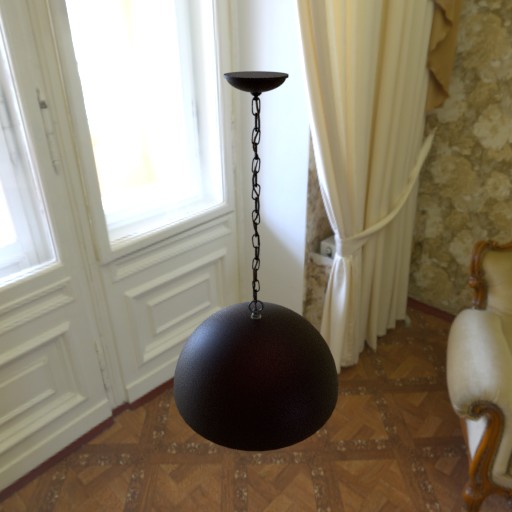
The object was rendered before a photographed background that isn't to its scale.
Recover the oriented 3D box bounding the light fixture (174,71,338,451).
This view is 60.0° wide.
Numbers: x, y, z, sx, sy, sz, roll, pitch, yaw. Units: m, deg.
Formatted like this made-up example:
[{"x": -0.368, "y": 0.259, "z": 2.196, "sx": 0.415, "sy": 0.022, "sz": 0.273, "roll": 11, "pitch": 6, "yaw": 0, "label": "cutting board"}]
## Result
[{"x": 0.000, "y": 0.000, "z": 1.141, "sx": 0.492, "sy": 0.869, "sz": 0.492, "roll": -1, "pitch": 28, "yaw": -3, "label": "light fixture"}]
